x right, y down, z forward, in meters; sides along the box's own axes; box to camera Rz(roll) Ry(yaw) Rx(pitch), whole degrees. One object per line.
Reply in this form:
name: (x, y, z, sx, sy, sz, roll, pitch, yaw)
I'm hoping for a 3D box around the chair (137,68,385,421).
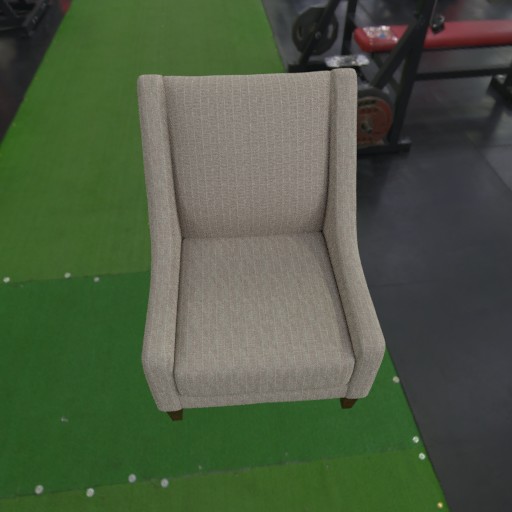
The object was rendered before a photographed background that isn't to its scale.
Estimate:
chair: (0.000, 0.000, 1.616, 0.774, 1.014, 0.870, -3, 47, -3)
